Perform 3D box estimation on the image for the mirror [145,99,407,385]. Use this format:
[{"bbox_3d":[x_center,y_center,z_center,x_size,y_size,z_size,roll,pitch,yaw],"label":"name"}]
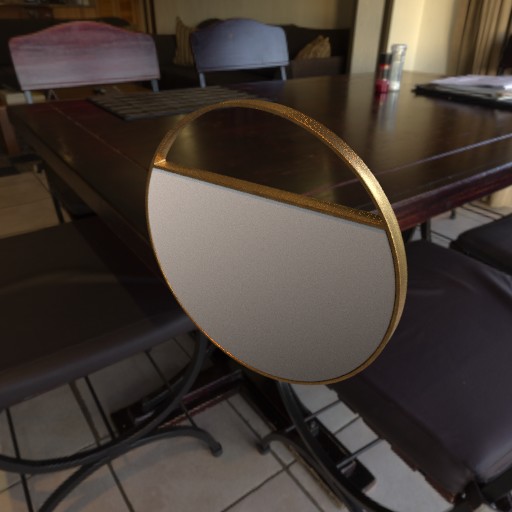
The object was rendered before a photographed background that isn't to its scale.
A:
[{"bbox_3d":[0.000,0.000,0.845,0.565,0.565,0.032,19,35,30],"label":"mirror"}]
